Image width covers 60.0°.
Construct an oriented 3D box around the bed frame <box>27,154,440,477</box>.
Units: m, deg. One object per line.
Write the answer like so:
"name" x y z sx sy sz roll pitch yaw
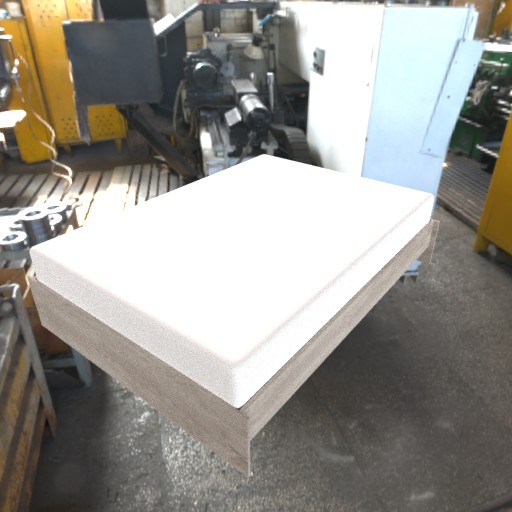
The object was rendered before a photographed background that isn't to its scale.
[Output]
"bed frame" 0.000 0.000 2.572 1.445 0.497 1.945 22 37 32
